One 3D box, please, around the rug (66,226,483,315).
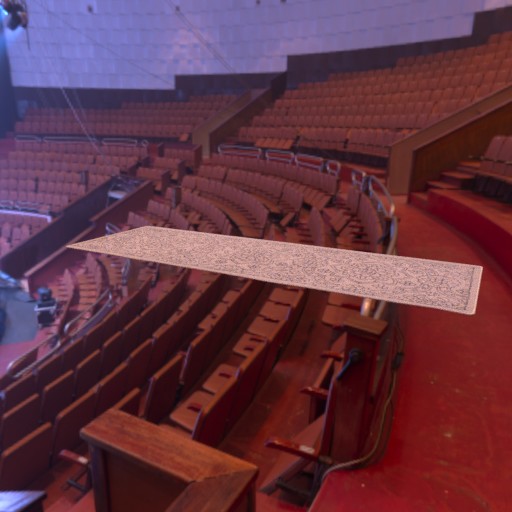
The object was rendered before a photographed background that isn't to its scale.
[{"bbox_3d":[0.000,0.000,2.678,2.431,0.006,0.806,8,17,27],"label":"rug"}]
